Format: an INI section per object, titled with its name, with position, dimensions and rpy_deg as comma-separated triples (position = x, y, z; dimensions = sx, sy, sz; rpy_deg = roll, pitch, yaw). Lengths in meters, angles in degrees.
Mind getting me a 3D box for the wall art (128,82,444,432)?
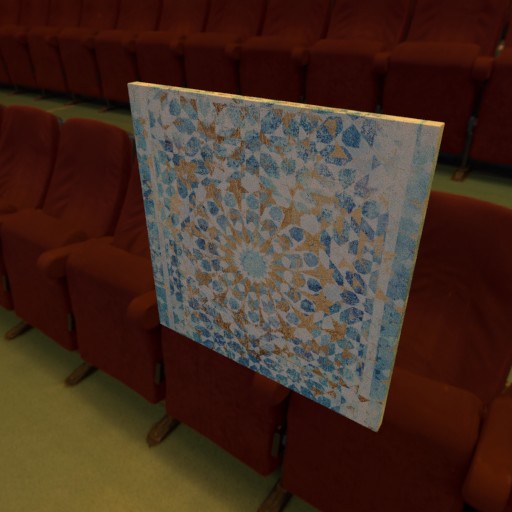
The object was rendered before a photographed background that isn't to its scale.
[wall art]
position = 0.000, 0.000, 1.351
dimensions = 0.916, 0.916, 0.040
rpy_deg = 19, 35, 29
